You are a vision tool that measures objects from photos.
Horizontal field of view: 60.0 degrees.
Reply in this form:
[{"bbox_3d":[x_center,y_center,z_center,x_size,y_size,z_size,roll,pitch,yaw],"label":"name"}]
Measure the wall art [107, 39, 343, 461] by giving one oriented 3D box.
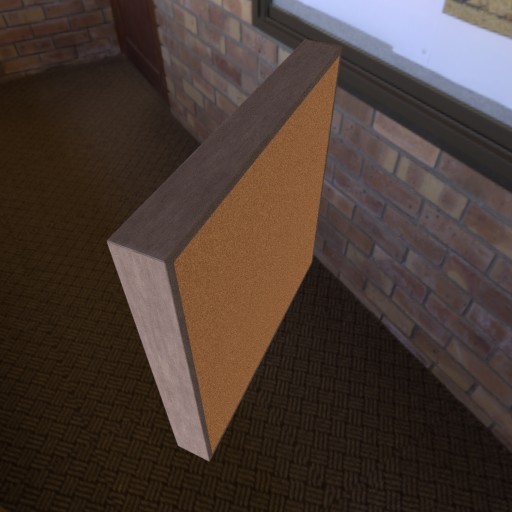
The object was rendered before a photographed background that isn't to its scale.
[{"bbox_3d":[0.000,0.000,0.439,0.038,0.302,0.303,19,50,17],"label":"wall art"}]
